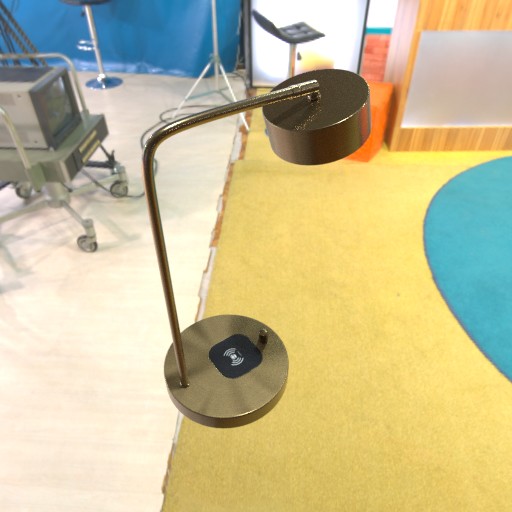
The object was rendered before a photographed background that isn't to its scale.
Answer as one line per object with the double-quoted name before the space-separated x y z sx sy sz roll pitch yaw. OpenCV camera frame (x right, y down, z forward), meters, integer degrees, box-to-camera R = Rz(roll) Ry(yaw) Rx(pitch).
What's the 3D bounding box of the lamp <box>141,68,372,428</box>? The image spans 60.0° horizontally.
"lamp" 0.000 0.000 0.524 0.270 0.380 0.171 -25 46 -26
